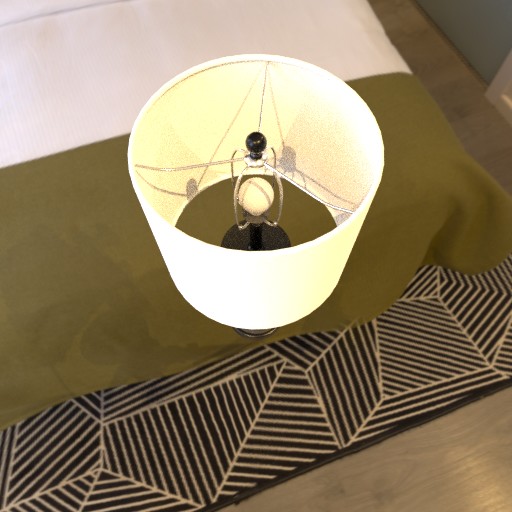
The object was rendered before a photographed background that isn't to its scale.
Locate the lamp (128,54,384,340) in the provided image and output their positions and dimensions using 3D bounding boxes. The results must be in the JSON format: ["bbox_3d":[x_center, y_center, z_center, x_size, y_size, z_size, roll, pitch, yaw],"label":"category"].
[{"bbox_3d":[0.000,0.000,0.803,0.305,0.634,0.305,36,69,16],"label":"lamp"}]
